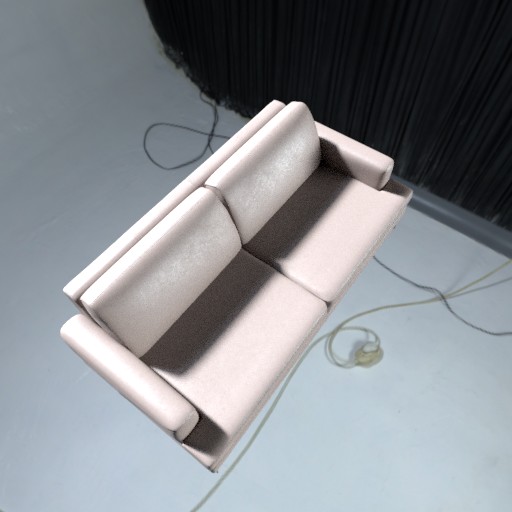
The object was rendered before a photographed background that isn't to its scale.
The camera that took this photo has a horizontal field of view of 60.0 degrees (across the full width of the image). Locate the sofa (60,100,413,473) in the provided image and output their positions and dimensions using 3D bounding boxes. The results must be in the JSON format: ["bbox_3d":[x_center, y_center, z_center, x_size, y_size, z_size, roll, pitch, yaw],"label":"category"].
[{"bbox_3d":[0.000,0.000,2.424,0.974,0.765,1.940,32,63,19],"label":"sofa"}]
